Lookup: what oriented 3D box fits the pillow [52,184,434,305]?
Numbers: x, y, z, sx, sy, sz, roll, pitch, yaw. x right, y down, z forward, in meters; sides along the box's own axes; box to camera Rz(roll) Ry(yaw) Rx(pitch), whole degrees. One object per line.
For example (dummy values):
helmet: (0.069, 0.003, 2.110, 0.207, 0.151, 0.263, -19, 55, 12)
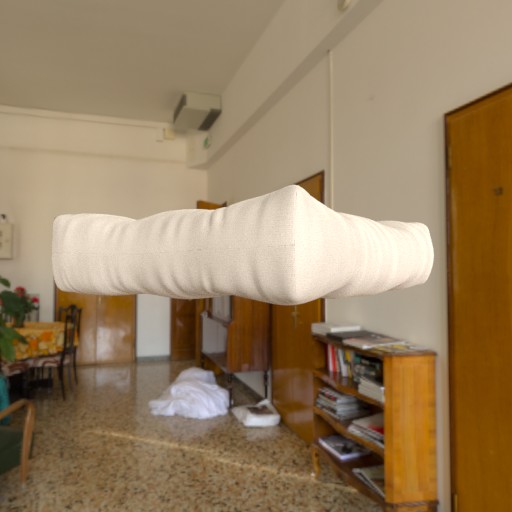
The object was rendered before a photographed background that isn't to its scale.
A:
pillow: (0.000, 0.000, 0.743, 0.468, 0.128, 0.490, -2, -3, 36)
